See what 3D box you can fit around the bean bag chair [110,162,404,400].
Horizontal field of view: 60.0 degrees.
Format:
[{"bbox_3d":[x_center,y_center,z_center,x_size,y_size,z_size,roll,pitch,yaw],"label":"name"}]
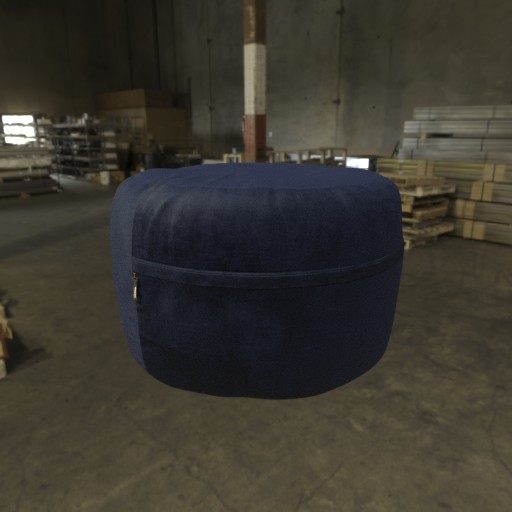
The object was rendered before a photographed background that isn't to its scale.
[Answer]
[{"bbox_3d":[0.000,0.000,1.947,1.219,0.762,1.219,0,16,0],"label":"bean bag chair"}]
